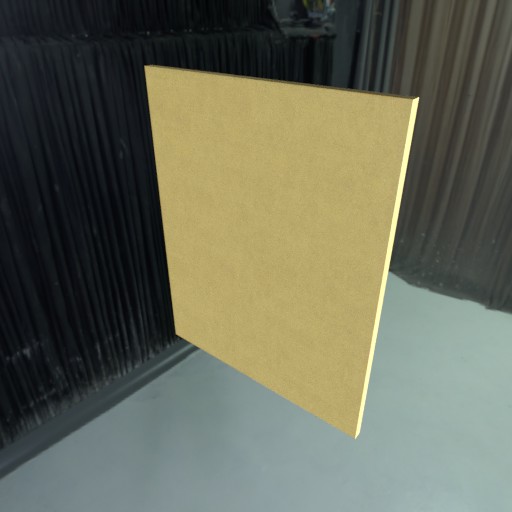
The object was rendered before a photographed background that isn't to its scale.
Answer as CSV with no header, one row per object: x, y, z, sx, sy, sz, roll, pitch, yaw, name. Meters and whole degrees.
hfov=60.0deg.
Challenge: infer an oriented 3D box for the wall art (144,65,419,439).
0.000,0.000,1.333,0.798,1.002,0.030,22,37,32,wall art
